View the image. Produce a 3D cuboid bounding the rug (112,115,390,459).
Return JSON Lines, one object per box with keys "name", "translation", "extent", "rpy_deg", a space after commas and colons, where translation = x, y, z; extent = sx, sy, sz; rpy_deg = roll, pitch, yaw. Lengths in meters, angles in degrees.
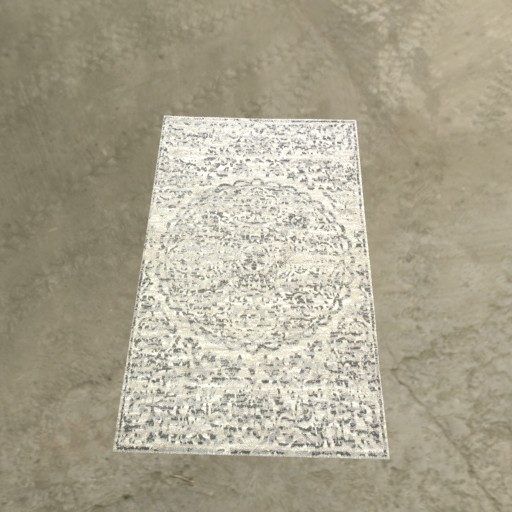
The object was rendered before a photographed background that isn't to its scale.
{"name": "rug", "translation": [0.000, 0.000, 2.976], "extent": [1.527, 0.021, 2.447], "rpy_deg": [1, 64, 1]}
